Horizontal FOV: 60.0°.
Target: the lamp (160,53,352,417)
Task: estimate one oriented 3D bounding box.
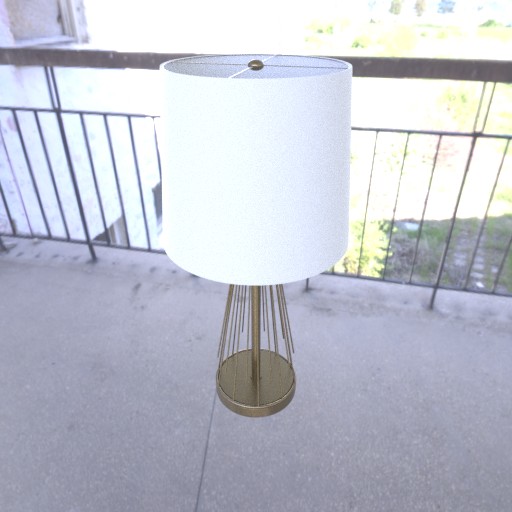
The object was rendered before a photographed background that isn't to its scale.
[{"bbox_3d":[0.000,0.000,0.757,0.303,0.618,0.303,0,30,0],"label":"lamp"}]
